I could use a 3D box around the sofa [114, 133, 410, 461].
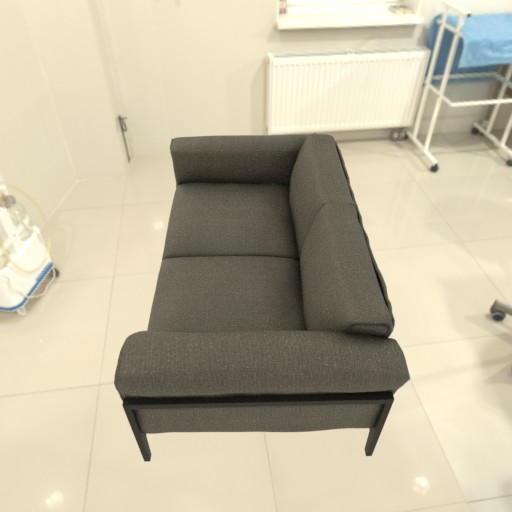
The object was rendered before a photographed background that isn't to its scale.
[{"bbox_3d":[0.000,0.000,2.162,0.960,0.656,1.690,-1,42,-1],"label":"sofa"}]
